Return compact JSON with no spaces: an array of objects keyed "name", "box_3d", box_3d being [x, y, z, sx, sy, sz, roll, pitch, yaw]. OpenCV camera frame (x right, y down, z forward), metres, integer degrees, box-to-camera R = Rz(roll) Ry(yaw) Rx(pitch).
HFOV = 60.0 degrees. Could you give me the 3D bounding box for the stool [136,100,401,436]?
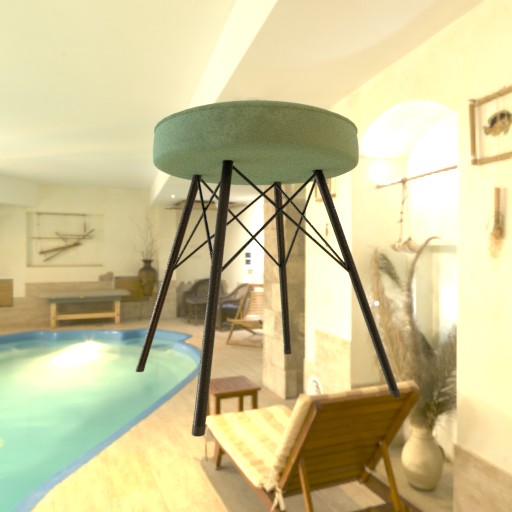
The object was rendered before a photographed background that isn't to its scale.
[{"name":"stool","box_3d":[0.000,0.000,0.904,0.457,0.519,0.458,0,0,-19]}]
